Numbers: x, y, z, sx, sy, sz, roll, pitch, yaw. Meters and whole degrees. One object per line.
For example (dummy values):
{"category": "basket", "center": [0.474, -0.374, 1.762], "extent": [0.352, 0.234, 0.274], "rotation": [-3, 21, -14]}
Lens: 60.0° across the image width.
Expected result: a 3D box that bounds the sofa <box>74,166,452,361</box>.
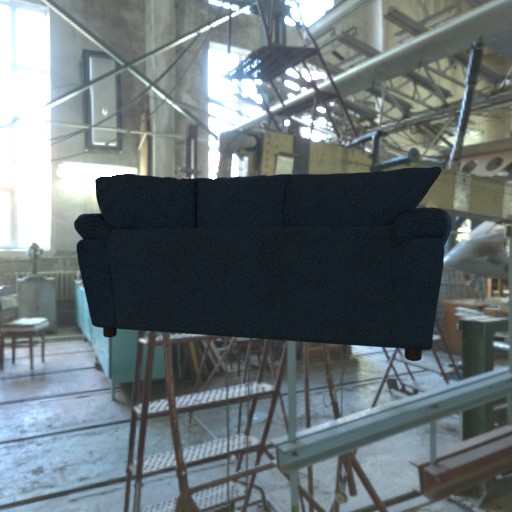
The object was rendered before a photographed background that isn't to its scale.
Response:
{"category": "sofa", "center": [0.000, 0.000, 2.935], "extent": [2.390, 1.091, 0.907], "rotation": [0, 1, 18]}
